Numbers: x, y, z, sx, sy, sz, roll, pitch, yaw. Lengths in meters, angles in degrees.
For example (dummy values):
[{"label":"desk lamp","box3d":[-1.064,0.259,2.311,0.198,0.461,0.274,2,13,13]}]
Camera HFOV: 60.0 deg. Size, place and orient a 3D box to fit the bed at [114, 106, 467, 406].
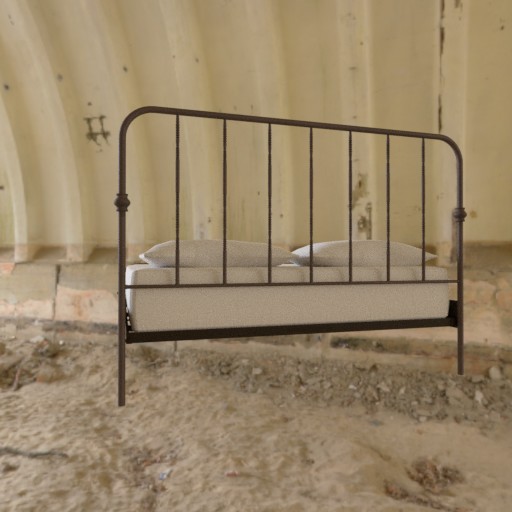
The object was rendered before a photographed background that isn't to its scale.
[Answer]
[{"label":"bed","box3d":[0.000,0.000,3.390,2.044,1.446,2.134,0,0,-17]}]
